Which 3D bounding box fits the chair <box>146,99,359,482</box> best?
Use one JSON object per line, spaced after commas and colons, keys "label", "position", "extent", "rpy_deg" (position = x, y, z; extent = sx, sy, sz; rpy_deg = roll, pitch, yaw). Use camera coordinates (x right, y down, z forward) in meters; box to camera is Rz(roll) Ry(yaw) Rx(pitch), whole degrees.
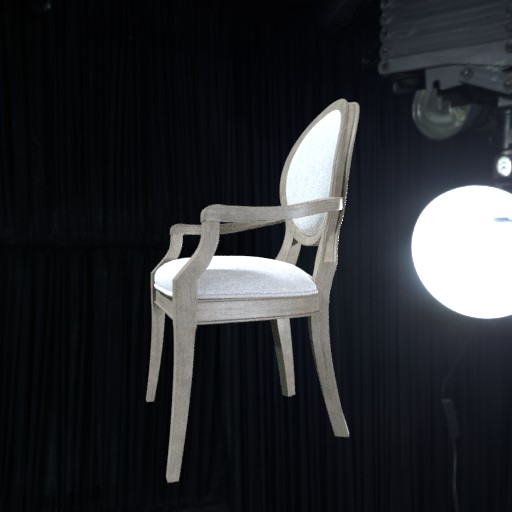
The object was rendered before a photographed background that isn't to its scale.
{"label": "chair", "position": [0.000, 0.000, 1.348], "extent": [0.602, 0.991, 0.611], "rpy_deg": [0, -1, -18]}
